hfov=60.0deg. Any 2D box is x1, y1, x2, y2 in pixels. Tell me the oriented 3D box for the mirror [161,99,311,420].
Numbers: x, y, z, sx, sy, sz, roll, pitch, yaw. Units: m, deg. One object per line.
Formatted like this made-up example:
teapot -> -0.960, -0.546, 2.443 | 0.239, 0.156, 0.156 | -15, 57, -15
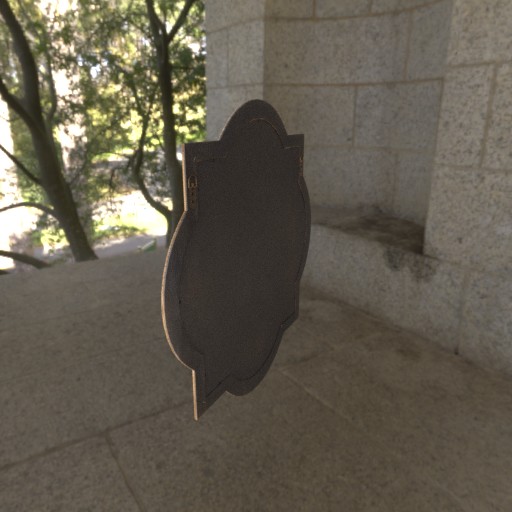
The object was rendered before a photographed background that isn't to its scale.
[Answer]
mirror -> 0.000, 0.000, 1.056 | 0.019, 0.686, 0.686 | 9, 19, 26
